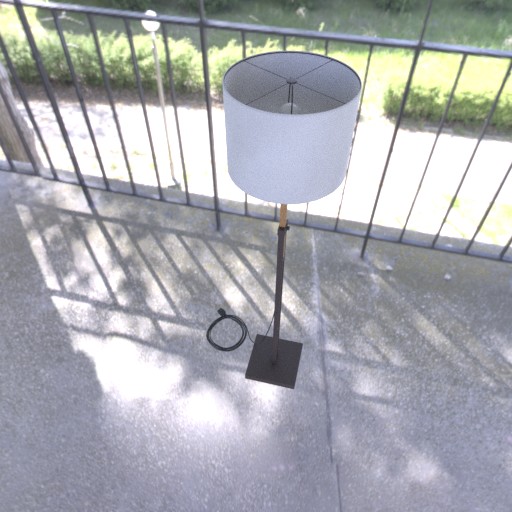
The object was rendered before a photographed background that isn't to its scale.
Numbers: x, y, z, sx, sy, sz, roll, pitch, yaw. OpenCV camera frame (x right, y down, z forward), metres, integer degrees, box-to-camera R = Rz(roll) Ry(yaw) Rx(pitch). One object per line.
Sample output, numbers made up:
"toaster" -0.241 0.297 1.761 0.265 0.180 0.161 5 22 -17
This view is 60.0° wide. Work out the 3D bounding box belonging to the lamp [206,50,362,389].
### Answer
"lamp" 0.000 0.000 1.943 0.639 1.650 0.474 10 48 9
